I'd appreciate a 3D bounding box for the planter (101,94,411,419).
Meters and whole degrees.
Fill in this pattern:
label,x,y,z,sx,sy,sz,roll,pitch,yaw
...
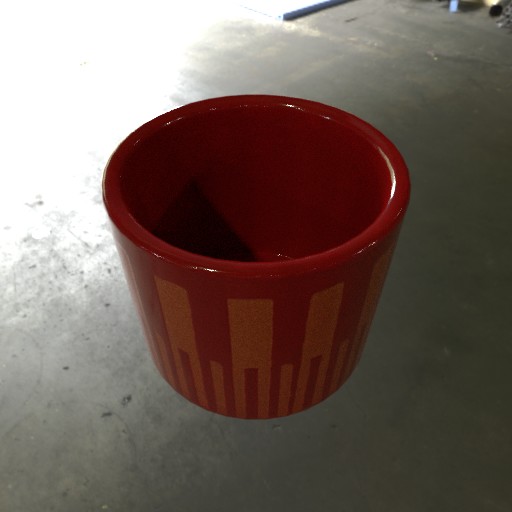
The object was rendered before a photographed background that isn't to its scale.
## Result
label,x,y,z,sx,sy,sz,roll,pitch,yaw
planter,0.000,0.000,0.405,0.230,0.202,0.230,0,46,0
